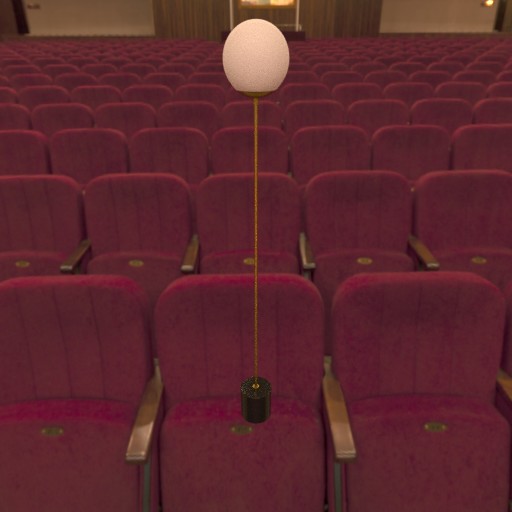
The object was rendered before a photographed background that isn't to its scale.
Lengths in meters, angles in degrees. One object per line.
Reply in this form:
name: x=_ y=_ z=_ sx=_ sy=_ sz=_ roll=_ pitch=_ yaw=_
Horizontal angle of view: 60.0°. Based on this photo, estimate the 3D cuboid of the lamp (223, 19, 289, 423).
lamp: x=0.000 y=0.000 z=1.853 sx=0.229 sy=1.748 sz=0.229 roll=0 pitch=26 yaw=0
